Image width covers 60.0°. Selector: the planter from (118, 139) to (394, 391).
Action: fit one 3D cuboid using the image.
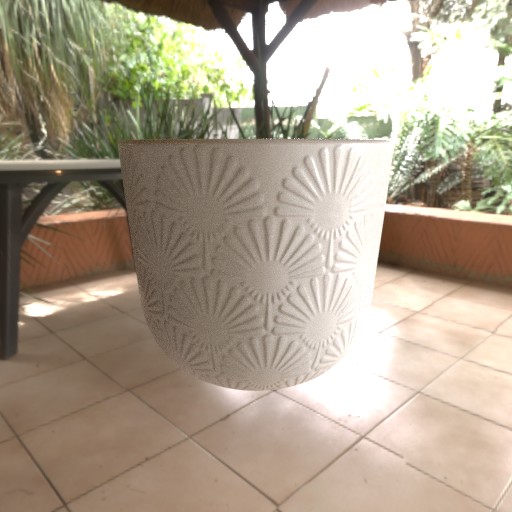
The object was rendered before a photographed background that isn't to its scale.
[{"bbox_3d":[0.000,0.000,0.302,0.170,0.152,0.170,0,14,0],"label":"planter"}]
